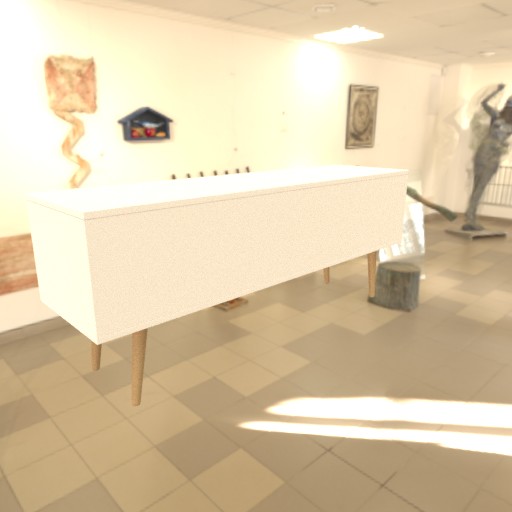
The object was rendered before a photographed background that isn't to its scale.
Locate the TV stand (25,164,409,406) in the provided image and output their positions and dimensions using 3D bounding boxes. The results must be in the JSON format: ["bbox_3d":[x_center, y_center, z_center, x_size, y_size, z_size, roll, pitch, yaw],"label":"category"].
[{"bbox_3d":[0.000,0.000,1.626,1.398,0.560,0.401,-15,22,-41],"label":"TV stand"}]
